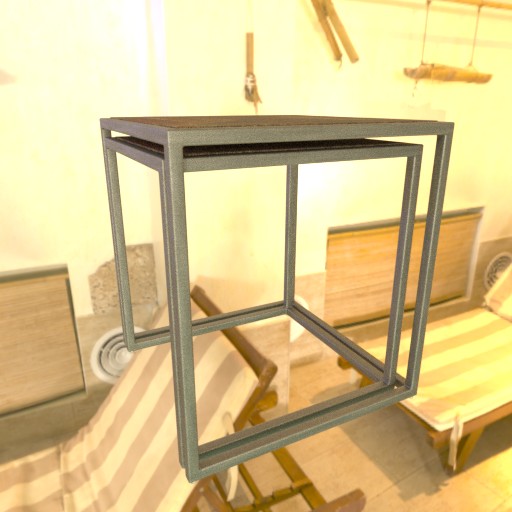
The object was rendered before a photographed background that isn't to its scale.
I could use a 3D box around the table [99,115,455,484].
[{"bbox_3d":[0.000,0.000,0.844,0.449,0.500,0.450,-10,21,-26],"label":"table"}]
